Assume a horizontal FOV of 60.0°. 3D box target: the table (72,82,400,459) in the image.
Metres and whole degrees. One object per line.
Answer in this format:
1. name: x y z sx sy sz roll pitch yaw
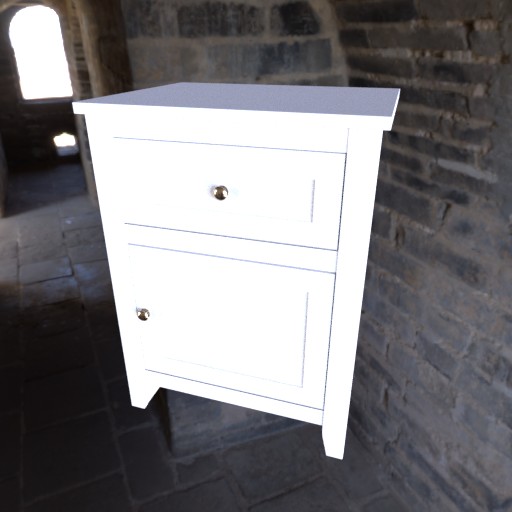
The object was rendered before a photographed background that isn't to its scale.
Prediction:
1. table: 0.000 0.000 0.923 0.480 0.635 0.381 8 27 16
